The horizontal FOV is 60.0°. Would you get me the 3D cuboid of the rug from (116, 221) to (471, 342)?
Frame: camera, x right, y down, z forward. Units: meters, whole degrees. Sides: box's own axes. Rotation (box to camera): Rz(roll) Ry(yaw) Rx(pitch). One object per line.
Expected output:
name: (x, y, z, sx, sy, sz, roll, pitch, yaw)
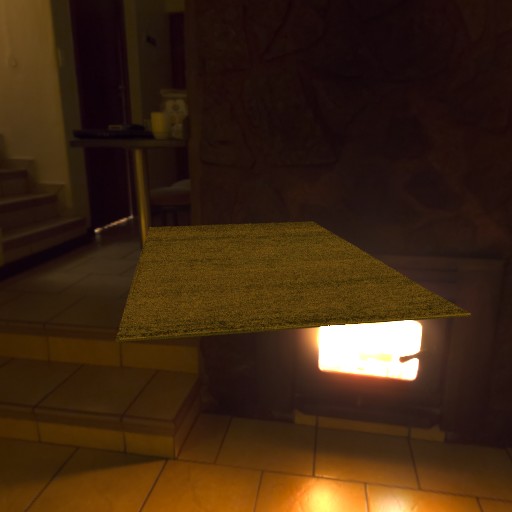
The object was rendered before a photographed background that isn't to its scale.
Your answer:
rug: (0.000, 0.000, 2.220, 1.145, 0.021, 1.777, -3, 15, -10)
